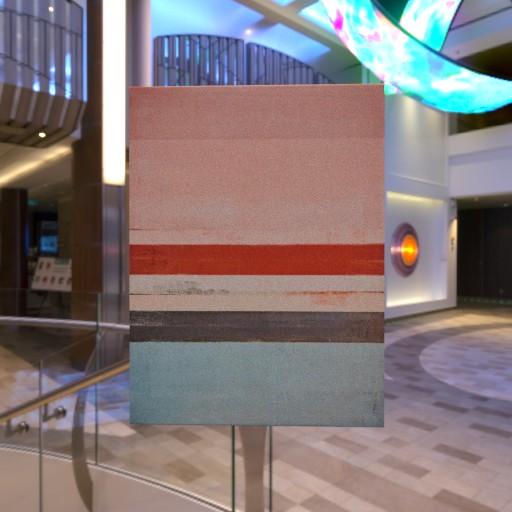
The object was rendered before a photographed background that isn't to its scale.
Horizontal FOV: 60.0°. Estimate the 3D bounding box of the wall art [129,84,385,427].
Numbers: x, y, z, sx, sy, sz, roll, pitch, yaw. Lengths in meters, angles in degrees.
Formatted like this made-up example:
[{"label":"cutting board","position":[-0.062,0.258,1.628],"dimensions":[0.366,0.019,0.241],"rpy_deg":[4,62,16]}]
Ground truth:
[{"label":"wall art","position":[0.000,0.000,1.341],"dimensions":[0.761,1.016,0.039],"rpy_deg":[0,0,2]}]
